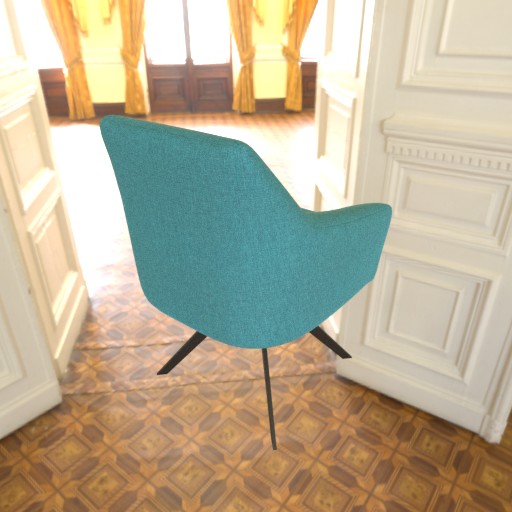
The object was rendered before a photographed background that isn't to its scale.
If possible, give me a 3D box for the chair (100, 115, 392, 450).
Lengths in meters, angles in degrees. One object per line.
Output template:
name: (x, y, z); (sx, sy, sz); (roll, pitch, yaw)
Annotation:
chair: (0.000, 0.000, 1.325); (0.642, 0.874, 0.677); (20, 35, 32)
